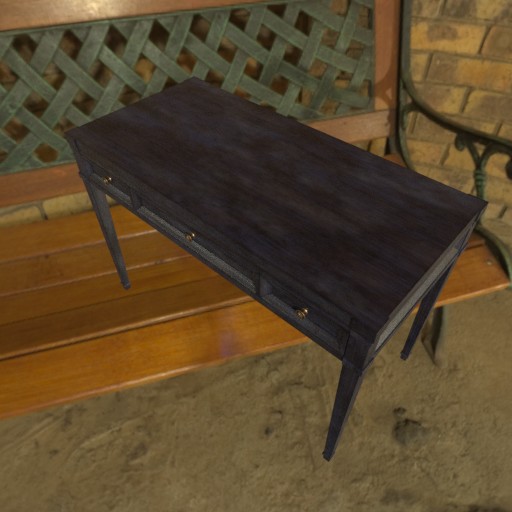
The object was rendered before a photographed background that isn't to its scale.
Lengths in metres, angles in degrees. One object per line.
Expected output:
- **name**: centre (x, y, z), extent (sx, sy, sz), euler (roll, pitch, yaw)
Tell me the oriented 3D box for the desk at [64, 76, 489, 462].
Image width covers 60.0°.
- **desk**: centre (0.000, 0.000, 1.755), extent (1.289, 0.861, 0.630), euler (33, 54, 28)
